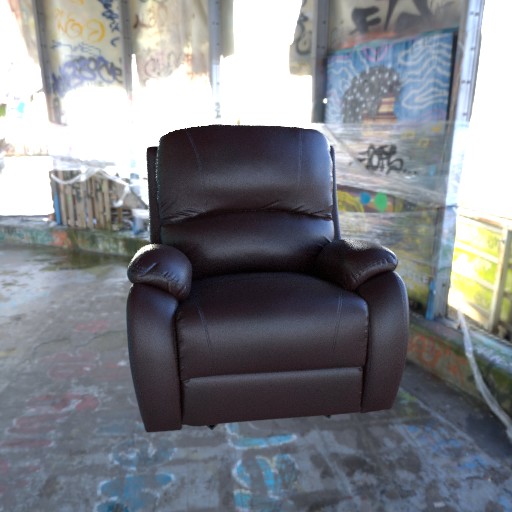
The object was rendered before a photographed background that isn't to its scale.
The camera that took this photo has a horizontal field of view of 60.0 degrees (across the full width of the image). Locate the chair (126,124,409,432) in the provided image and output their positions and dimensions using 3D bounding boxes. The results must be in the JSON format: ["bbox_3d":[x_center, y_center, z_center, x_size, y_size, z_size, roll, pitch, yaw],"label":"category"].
[{"bbox_3d":[0.000,0.000,1.757,0.930,1.011,0.899,-2,16,-8],"label":"chair"}]
